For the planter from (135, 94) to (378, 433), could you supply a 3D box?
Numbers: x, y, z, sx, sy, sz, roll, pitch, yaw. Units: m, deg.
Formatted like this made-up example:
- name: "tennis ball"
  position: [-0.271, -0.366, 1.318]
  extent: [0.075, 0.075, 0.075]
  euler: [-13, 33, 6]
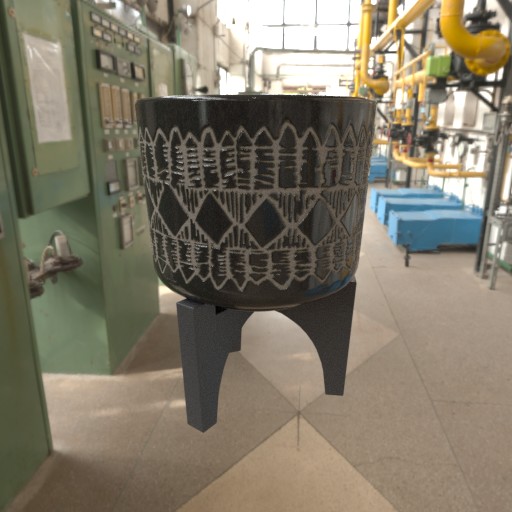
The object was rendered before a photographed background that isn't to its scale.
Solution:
- name: "planter"
  position: [0.000, 0.000, 0.268]
  extent: [0.129, 0.177, 0.129]
  euler: [0, 17, 0]
